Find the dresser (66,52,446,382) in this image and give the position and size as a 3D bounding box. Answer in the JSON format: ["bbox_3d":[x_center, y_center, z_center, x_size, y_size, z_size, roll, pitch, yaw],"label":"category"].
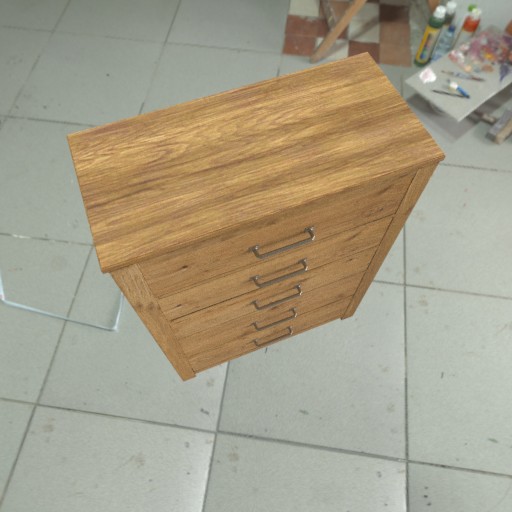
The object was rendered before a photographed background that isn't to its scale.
[{"bbox_3d":[0.000,0.000,2.011,1.081,1.431,0.558,-19,64,-10],"label":"dresser"}]
